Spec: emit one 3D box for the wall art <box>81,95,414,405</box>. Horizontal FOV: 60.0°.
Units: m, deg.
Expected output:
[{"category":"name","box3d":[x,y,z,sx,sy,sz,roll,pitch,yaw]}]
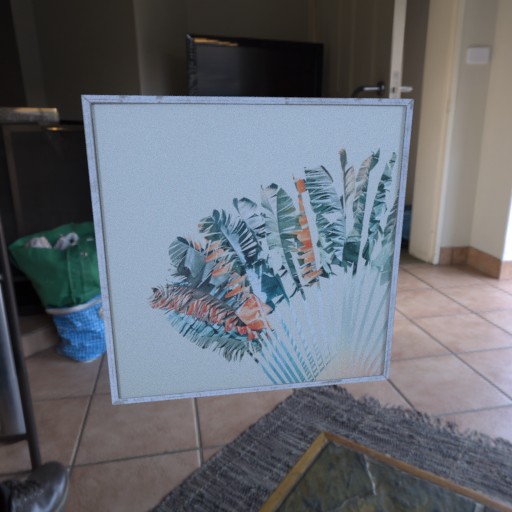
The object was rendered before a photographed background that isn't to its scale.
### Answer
[{"category":"wall art","box3d":[0.000,0.000,1.123,0.760,0.757,0.038,-3,16,-9]}]
